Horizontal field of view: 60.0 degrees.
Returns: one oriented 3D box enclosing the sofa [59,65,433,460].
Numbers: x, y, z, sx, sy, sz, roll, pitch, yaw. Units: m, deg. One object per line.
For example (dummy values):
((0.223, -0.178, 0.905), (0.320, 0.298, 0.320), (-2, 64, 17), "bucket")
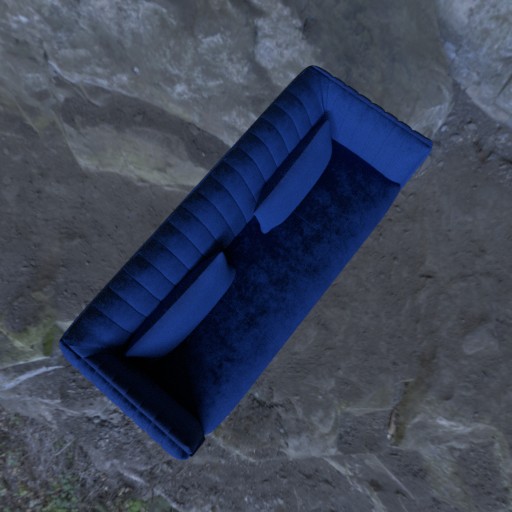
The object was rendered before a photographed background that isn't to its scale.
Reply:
((0.000, 0.000, 2.617), (0.896, 0.793, 2.136), (38, 78, 9), "sofa")
